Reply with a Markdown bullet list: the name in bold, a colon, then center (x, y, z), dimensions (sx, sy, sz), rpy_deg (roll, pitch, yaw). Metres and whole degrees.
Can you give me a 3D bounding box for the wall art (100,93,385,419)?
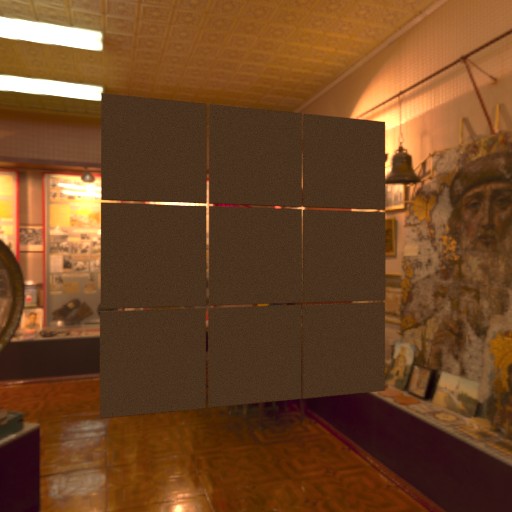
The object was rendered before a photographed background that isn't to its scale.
- **wall art**: center (0.000, 0.000, 1.383), dimensions (0.919, 0.917, 0.010), rpy_deg (0, 0, -17)
